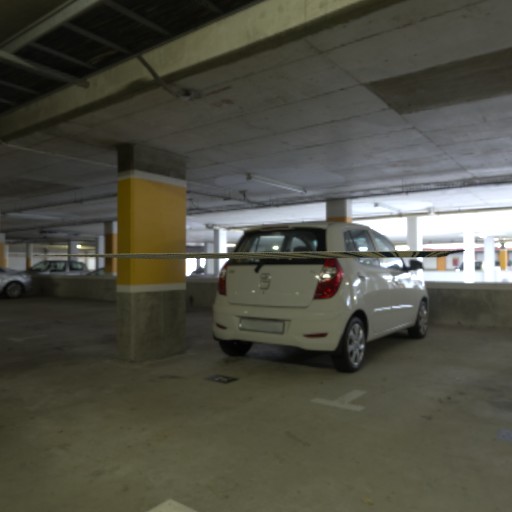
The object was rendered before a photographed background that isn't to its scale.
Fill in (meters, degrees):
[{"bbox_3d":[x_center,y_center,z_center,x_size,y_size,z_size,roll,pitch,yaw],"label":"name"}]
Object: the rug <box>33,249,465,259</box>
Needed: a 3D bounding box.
[{"bbox_3d":[0.000,0.000,2.591,2.108,0.009,1.248,0,-1,19],"label":"rug"}]
